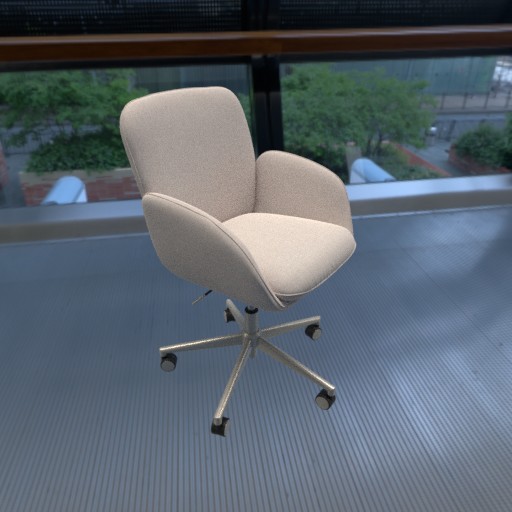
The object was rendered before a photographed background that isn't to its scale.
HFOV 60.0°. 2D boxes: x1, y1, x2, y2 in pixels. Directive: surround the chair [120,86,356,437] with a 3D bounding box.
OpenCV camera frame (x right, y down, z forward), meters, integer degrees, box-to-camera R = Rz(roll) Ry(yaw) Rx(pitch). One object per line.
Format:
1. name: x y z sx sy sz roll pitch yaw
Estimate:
1. chair: 0.000 0.000 1.416 0.633 0.959 0.648 19 34 31
